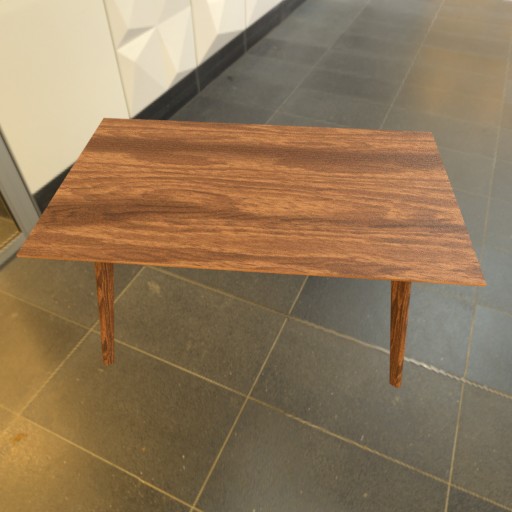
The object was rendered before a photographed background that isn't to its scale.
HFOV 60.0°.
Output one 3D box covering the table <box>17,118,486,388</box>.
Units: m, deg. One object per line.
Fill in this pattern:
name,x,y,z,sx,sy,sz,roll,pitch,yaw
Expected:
table,0.000,0.000,1.803,1.349,0.724,0.801,3,46,3
